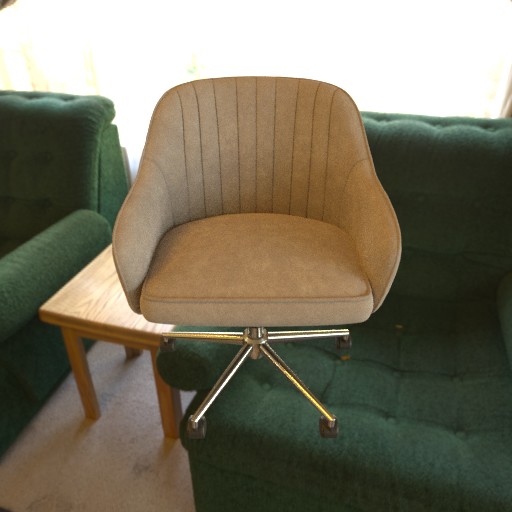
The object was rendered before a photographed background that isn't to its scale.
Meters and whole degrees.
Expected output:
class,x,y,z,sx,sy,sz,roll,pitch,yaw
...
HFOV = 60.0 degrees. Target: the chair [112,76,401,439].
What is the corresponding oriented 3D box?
class,x,y,z,sx,sy,sz,roll,pitch,yaw
chair,0.000,0.000,1.210,0.635,0.831,0.573,0,32,0
